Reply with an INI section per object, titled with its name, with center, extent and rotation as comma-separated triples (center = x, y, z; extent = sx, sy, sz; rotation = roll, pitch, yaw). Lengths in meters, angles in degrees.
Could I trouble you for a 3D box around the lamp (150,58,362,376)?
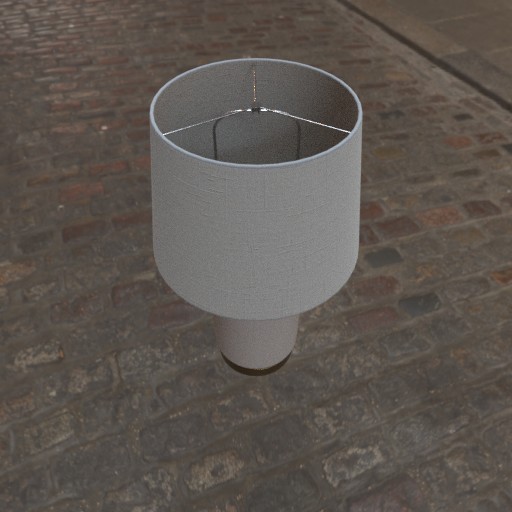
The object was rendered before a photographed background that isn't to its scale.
[lamp]
center = 0.000, 0.000, 0.654
extent = 0.285, 0.483, 0.285
rotation = 0, 47, 0
